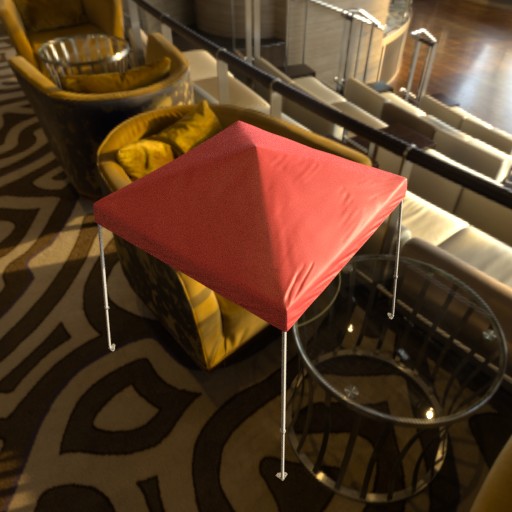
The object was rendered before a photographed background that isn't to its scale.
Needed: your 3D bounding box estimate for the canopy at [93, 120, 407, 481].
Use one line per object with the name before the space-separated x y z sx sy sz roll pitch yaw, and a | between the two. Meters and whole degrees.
canopy | 0.000 0.000 6.614 3.599 3.600 3.600 27 49 26
